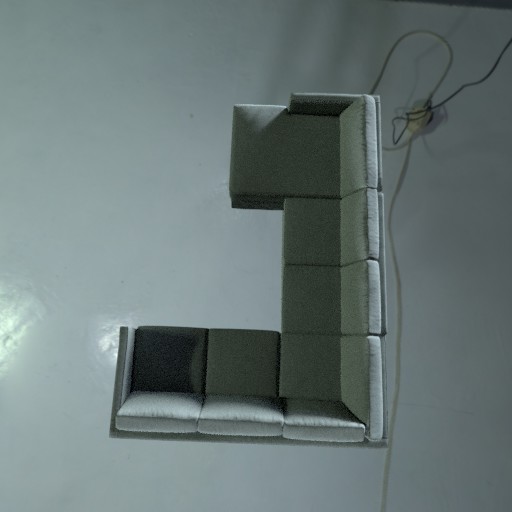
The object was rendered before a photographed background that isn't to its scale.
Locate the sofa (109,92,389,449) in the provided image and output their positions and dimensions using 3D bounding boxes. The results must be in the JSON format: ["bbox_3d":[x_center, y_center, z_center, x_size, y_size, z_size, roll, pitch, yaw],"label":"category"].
[{"bbox_3d":[0.000,0.000,4.431,2.440,0.869,3.434,2,77,0],"label":"sofa"}]
